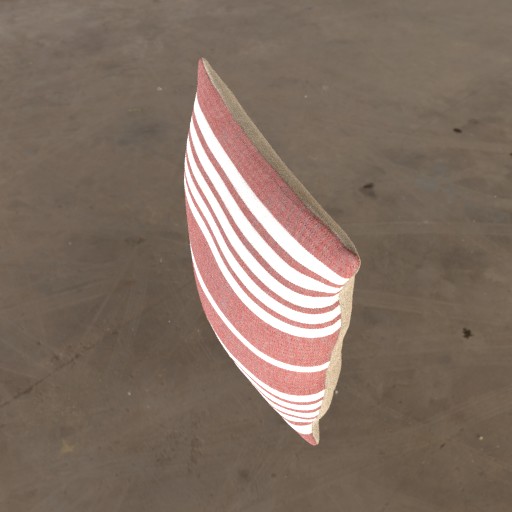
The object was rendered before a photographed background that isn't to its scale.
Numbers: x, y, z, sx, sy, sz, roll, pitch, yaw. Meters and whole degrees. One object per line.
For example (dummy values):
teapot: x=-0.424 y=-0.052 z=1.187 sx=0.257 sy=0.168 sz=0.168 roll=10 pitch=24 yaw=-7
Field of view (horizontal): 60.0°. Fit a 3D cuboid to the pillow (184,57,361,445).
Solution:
pillow: x=0.000 y=0.000 z=0.659 sx=0.182 sy=0.427 sz=0.439 roll=-17 pitch=49 yaw=-15
